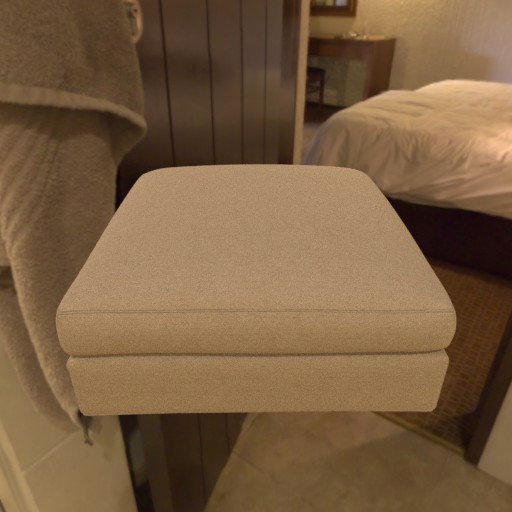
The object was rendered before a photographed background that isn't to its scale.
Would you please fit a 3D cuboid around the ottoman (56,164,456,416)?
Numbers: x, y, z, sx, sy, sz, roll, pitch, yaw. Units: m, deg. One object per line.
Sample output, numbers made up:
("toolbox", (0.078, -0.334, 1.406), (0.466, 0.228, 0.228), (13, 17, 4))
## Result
("ottoman", (0.000, 0.000, 1.592), (1.041, 0.470, 1.041), (0, 30, -1))
